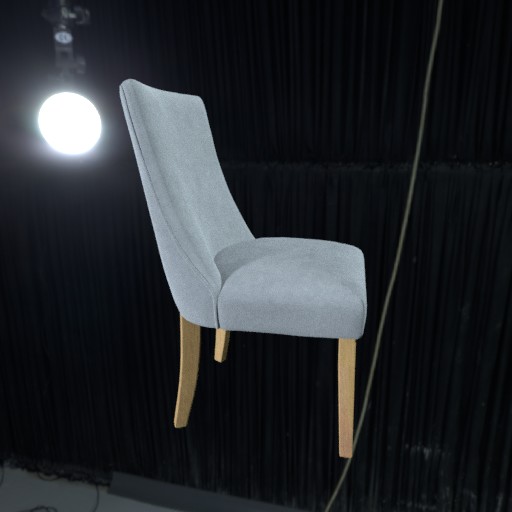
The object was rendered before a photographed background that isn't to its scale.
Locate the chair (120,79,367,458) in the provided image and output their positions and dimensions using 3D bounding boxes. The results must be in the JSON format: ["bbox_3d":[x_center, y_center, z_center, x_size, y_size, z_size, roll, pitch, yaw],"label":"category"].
[{"bbox_3d":[0.000,0.000,1.256,0.610,0.902,0.495,3,15,12],"label":"chair"}]
